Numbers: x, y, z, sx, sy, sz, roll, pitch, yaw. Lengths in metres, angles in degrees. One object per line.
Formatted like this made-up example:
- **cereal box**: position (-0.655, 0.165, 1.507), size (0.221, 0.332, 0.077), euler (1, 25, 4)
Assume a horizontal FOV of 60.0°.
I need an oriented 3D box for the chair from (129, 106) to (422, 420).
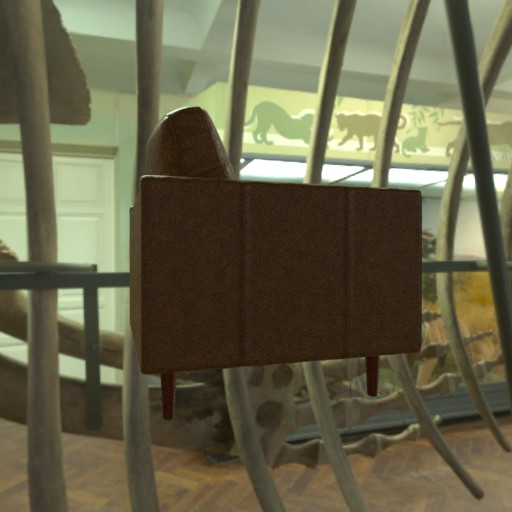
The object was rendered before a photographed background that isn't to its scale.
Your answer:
- **chair**: position (0.000, 0.000, 1.705), size (0.909, 0.956, 0.890), euler (0, 0, -18)
